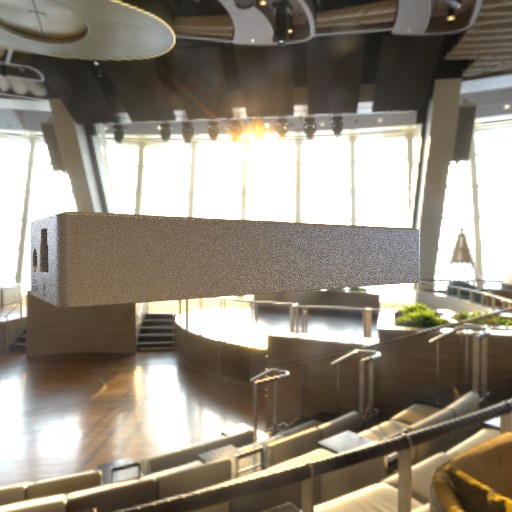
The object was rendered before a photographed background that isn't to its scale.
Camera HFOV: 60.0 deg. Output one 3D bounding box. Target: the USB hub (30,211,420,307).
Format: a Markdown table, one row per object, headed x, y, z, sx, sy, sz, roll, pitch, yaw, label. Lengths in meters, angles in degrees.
| x | y | z | sx | sy | sz | roll | pitch | yaw | label |
| --- | --- | --- | --- | --- | --- | --- | --- | --- | --- |
| 0.000 | 0.000 | 0.164 | 0.145 | 0.023 | 0.044 | -1 | 1 | -36 | USB hub |
